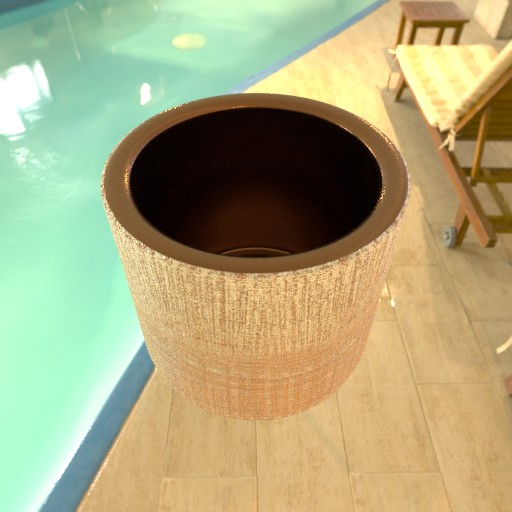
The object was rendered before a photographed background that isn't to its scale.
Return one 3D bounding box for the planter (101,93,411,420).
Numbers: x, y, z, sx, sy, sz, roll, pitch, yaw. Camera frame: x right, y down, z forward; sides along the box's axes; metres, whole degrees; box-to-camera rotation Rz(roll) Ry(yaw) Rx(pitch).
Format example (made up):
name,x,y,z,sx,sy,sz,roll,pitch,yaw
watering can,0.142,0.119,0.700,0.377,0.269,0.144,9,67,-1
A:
name,x,y,z,sx,sy,sz,roll,pitch,yaw
planter,0.000,0.000,0.190,0.109,0.096,0.109,0,46,0
